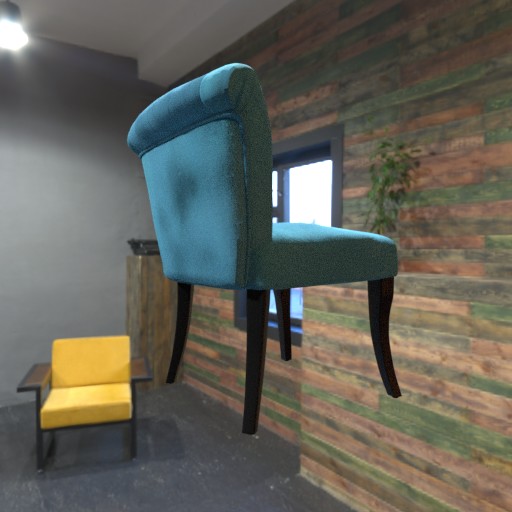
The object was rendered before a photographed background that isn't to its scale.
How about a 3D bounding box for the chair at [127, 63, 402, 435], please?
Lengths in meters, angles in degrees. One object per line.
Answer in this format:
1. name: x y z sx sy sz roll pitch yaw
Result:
1. chair: 0.000 0.000 1.198 0.605 0.750 0.582 -1 1 -34
